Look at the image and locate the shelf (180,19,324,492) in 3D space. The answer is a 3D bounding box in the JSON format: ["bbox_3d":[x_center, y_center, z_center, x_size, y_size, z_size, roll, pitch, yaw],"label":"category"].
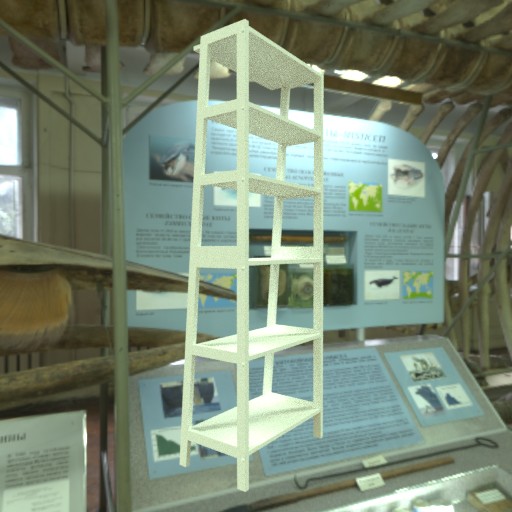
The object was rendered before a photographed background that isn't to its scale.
[{"bbox_3d":[0.000,0.000,2.147,0.381,1.892,0.660,1,1,37],"label":"shelf"}]
